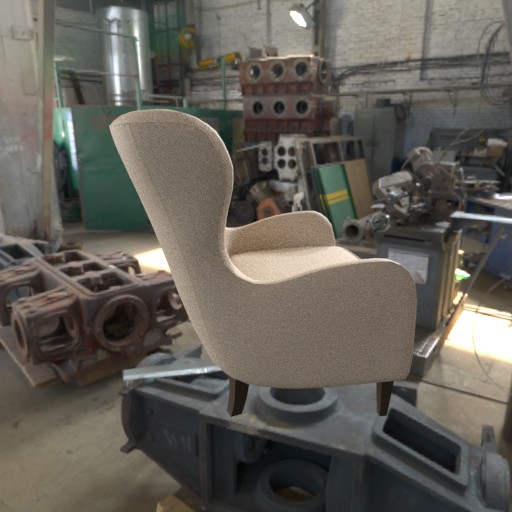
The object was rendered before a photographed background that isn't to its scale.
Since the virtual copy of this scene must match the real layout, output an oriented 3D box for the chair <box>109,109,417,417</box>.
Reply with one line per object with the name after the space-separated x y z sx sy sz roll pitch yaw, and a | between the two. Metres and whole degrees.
0.000 0.000 1.727 0.984 1.064 0.861 -3 17 -9 | chair
